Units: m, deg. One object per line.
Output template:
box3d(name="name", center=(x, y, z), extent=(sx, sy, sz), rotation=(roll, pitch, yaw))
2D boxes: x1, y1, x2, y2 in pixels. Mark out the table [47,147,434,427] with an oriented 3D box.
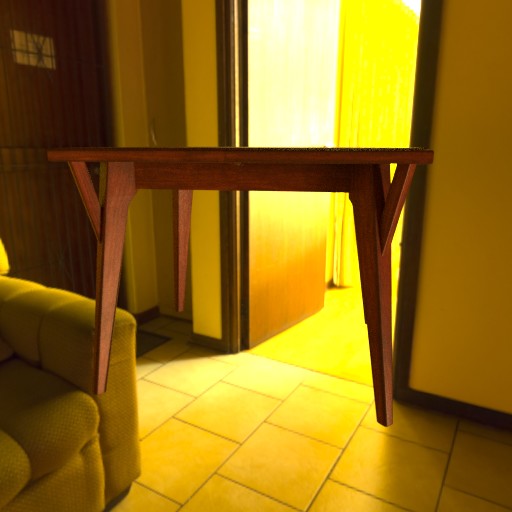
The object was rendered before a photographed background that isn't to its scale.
box3d(name="table", center=(0.000, 0.000, 1.596), extent=(0.991, 0.761, 0.838), rotation=(3, 14, 10))
